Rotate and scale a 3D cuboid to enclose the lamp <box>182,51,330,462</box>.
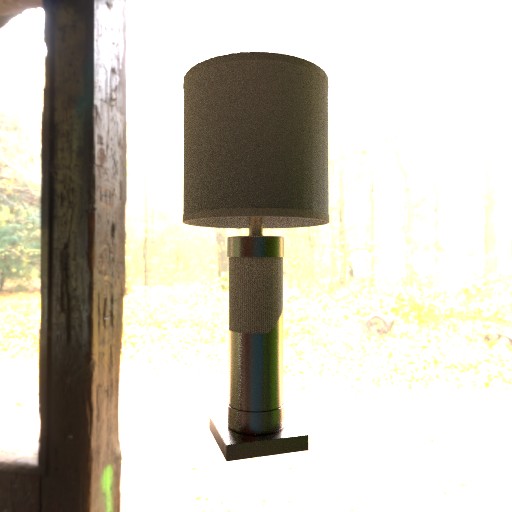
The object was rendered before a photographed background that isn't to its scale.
[{"bbox_3d":[0.000,0.000,0.618,0.202,0.509,0.202,0,-1,-17],"label":"lamp"}]
